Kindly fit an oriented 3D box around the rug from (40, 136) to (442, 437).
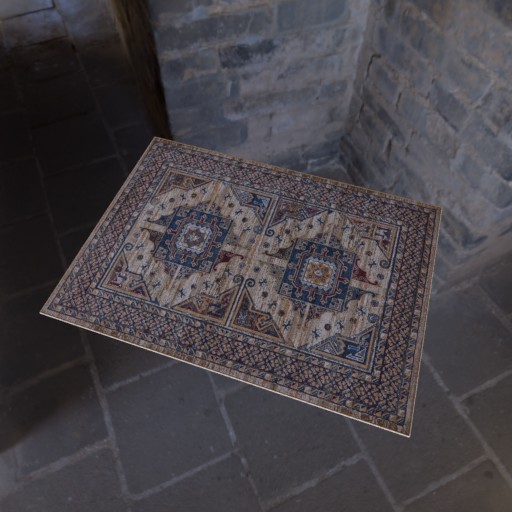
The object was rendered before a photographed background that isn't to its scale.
[{"bbox_3d":[0.000,0.000,2.904,2.227,0.008,1.611,16,59,10],"label":"rug"}]
